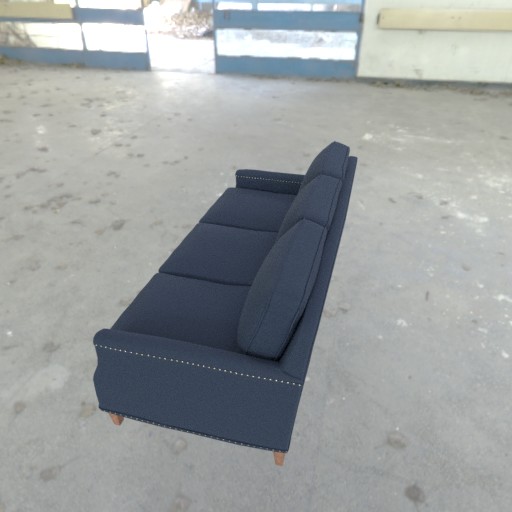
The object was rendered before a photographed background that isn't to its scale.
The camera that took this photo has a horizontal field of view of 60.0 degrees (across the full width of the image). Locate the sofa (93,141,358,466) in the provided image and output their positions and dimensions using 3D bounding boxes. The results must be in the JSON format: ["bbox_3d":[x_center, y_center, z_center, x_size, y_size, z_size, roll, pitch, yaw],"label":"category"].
[{"bbox_3d":[0.000,0.000,2.879,1.084,1.003,2.246,8,33,13],"label":"sofa"}]
